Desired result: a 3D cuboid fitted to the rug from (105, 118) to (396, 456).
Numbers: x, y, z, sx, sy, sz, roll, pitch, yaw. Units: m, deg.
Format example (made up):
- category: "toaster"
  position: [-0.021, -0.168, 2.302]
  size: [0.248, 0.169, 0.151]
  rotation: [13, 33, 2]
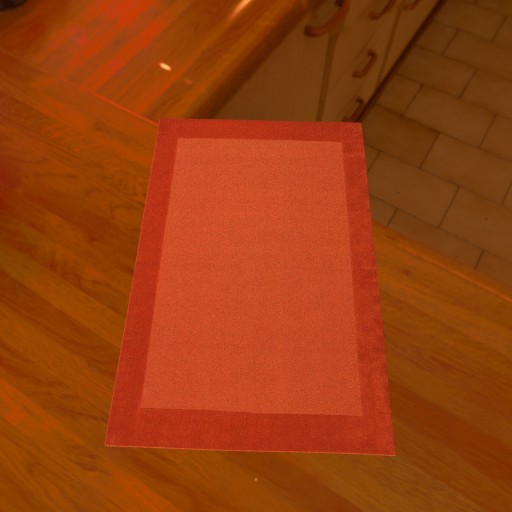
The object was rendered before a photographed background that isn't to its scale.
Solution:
- category: "rug"
  position: [0.000, 0.000, 2.265]
  size: [1.219, 0.014, 1.829]
  rotation: [1, 63, 1]
